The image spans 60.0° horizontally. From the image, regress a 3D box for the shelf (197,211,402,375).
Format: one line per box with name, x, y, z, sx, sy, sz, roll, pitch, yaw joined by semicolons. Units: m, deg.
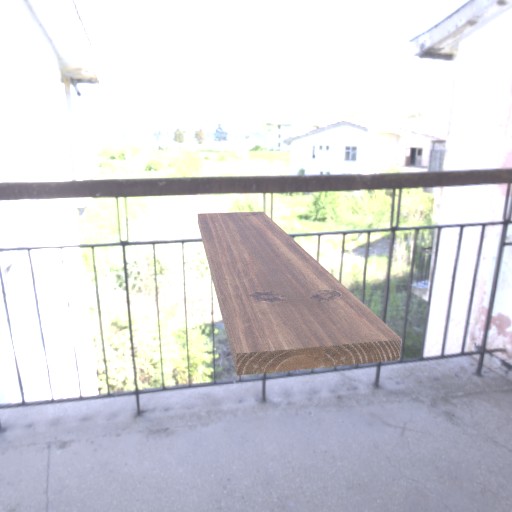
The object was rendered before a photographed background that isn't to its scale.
shelf;0.000;0.000;0.650;0.140;0.020;0.610;-3;16;-10
